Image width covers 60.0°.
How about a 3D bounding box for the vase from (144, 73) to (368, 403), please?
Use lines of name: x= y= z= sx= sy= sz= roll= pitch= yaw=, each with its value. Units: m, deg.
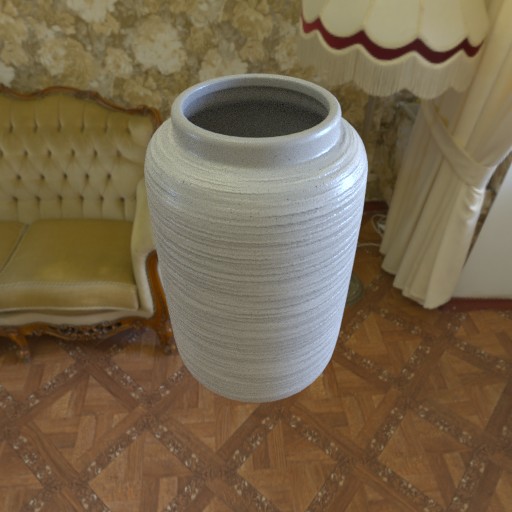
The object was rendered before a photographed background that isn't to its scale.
vase: x=0.000 y=0.000 z=0.473 sx=0.202 sy=0.335 sz=0.202 roll=0 pitch=42 yaw=0
